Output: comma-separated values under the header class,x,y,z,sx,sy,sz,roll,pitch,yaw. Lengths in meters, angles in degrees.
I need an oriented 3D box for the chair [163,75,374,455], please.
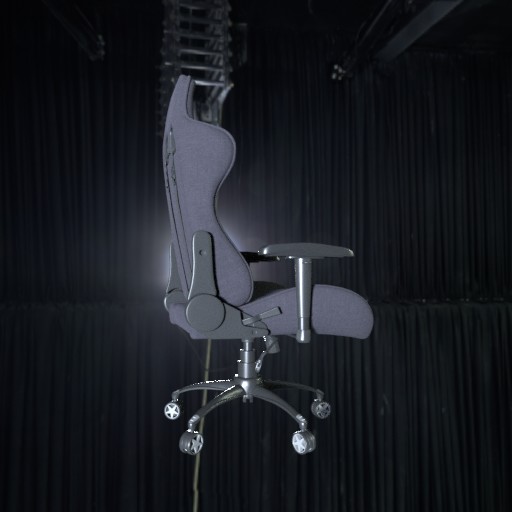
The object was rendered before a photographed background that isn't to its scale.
class,x,y,z,sx,sy,sz,roll,pitch,yaw
chair,0.000,0.000,1.728,0.695,1.300,0.730,1,-2,-19
